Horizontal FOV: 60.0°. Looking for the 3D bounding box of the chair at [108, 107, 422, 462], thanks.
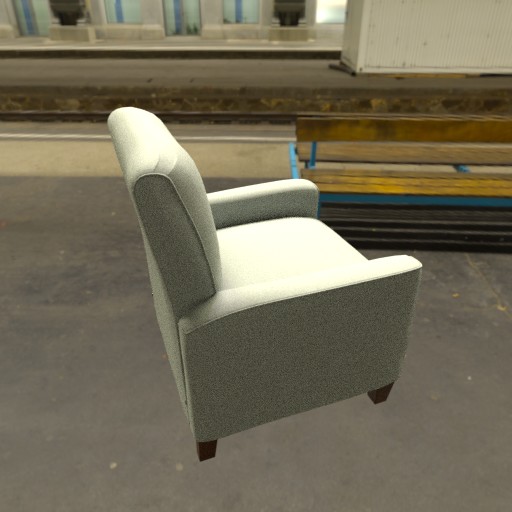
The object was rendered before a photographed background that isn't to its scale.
[{"bbox_3d":[0.000,0.000,1.601,0.846,1.007,0.853,-11,32,-18],"label":"chair"}]
